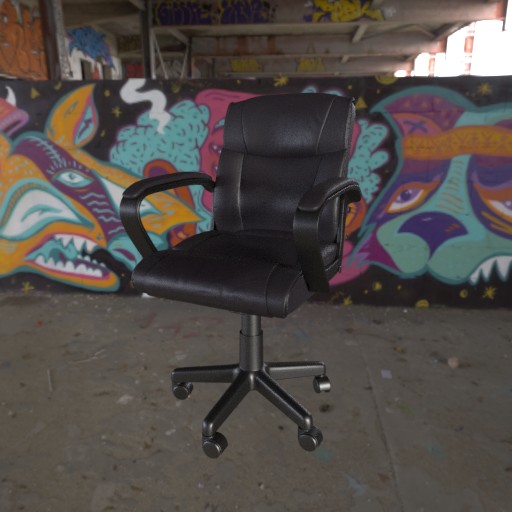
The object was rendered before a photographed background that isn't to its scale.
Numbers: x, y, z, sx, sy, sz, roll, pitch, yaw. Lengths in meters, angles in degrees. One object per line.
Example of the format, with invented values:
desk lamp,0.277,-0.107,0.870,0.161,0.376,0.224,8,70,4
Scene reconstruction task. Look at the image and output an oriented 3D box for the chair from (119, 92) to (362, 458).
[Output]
chair,0.000,0.000,1.374,0.576,0.998,0.641,7,16,25
